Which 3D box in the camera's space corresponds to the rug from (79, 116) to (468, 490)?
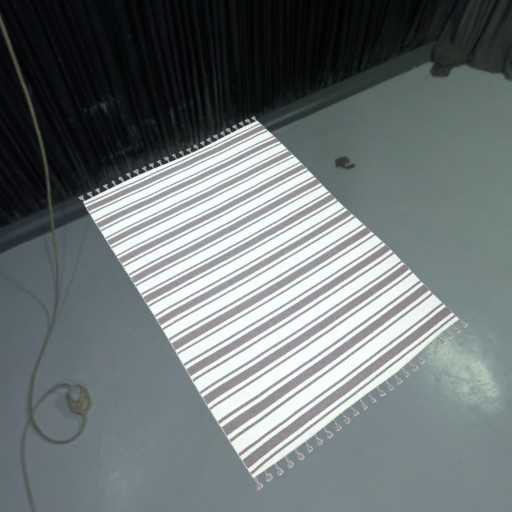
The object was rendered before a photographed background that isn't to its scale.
[{"bbox_3d":[0.000,0.000,3.856,2.030,0.017,3.040,-30,62,-18],"label":"rug"}]
